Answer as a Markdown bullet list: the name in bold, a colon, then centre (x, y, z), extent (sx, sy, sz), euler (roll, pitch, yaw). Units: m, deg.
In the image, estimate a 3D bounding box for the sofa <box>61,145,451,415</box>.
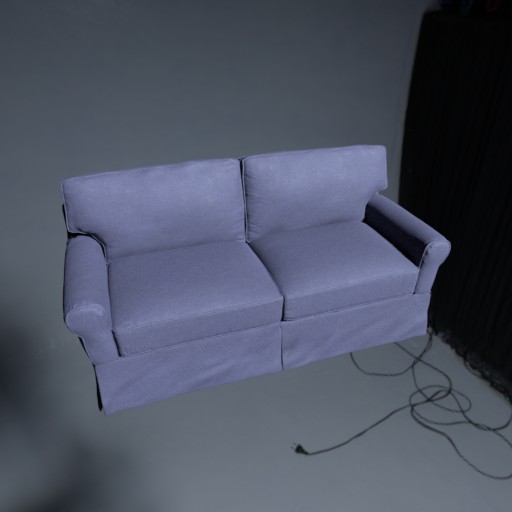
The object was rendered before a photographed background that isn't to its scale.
- **sofa**: centre (0.000, 0.000, 2.806), extent (2.256, 1.094, 0.983), euler (-10, 32, -16)
